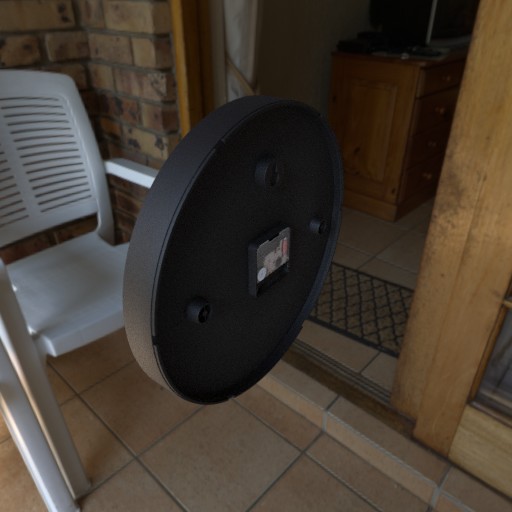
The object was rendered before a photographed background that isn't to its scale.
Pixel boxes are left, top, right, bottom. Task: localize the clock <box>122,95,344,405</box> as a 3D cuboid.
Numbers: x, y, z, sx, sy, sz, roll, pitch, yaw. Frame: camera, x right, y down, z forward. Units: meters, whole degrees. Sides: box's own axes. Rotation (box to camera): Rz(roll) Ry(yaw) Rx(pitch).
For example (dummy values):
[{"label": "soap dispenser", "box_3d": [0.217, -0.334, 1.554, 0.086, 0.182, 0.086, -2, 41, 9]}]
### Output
[{"label": "clock", "box_3d": [0.000, 0.000, 0.431, 0.040, 0.293, 0.293, 21, 37, 31]}]
